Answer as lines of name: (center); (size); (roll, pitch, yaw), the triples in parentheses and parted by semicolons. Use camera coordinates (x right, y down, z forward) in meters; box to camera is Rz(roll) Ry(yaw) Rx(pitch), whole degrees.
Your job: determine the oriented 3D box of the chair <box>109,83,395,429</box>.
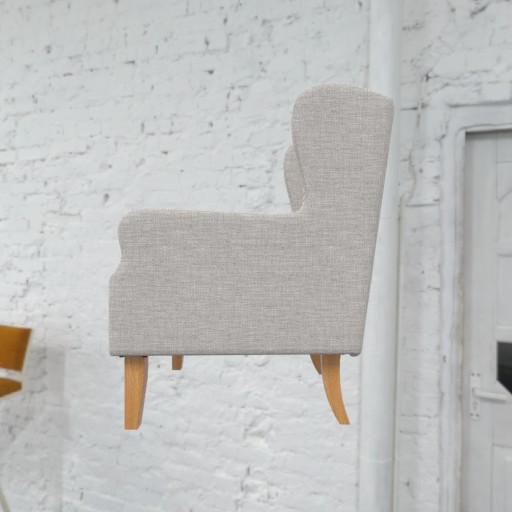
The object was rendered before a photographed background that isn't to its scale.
chair: (0.000, 0.000, 1.500); (0.760, 0.930, 0.710); (0, 1, 1)
